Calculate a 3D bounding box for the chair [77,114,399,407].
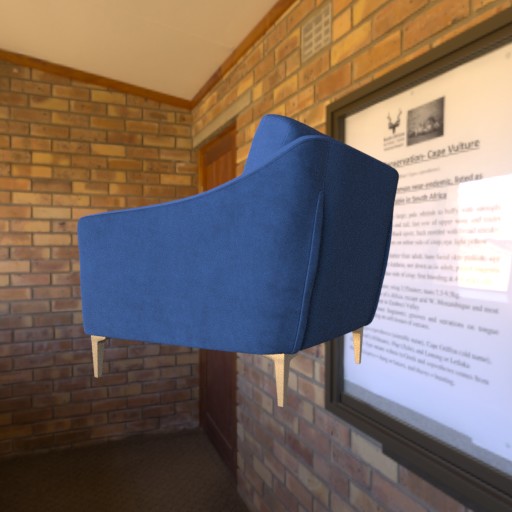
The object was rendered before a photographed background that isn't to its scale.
[{"bbox_3d":[0.000,0.000,1.767,0.961,0.899,0.987,1,1,34],"label":"chair"}]
